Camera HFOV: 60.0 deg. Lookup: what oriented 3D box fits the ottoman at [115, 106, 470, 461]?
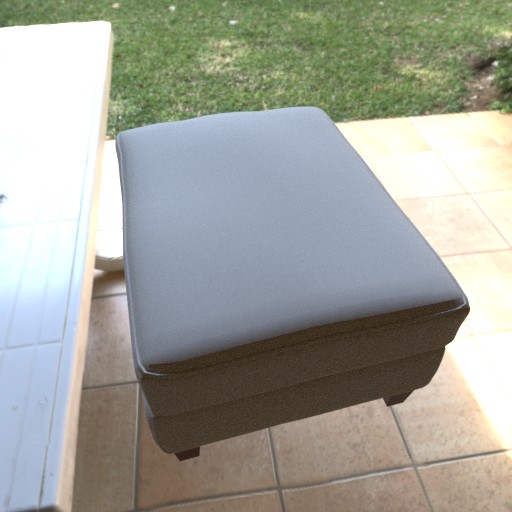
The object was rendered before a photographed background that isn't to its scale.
[{"bbox_3d":[0.000,0.000,1.149,0.634,0.479,0.818,-11,46,-10],"label":"ottoman"}]
